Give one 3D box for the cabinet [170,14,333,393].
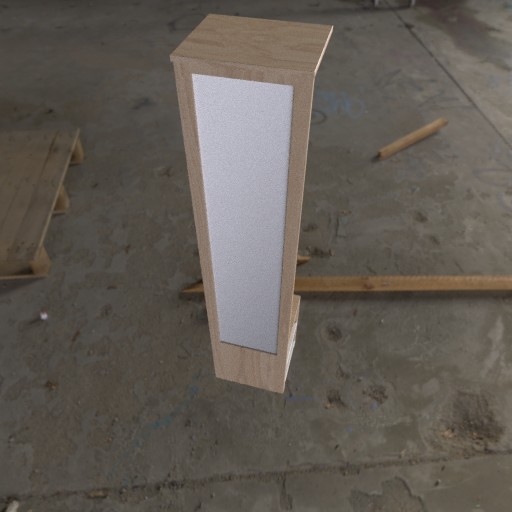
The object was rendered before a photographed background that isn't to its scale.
[{"bbox_3d":[0.000,0.000,2.001,0.411,1.879,0.338,11,48,10],"label":"cabinet"}]
